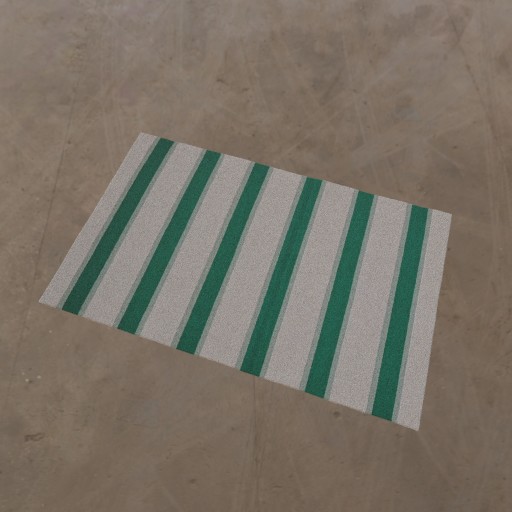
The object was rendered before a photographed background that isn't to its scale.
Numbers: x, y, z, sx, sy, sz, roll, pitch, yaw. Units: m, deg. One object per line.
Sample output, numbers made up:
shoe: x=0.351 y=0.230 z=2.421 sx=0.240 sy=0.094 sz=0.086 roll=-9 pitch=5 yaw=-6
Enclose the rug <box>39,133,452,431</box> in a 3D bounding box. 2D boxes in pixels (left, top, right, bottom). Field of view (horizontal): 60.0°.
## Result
rug: x=0.000 y=0.000 z=2.996 sx=2.436 sy=0.015 sz=1.521 roll=17 pitch=63 yaw=9
